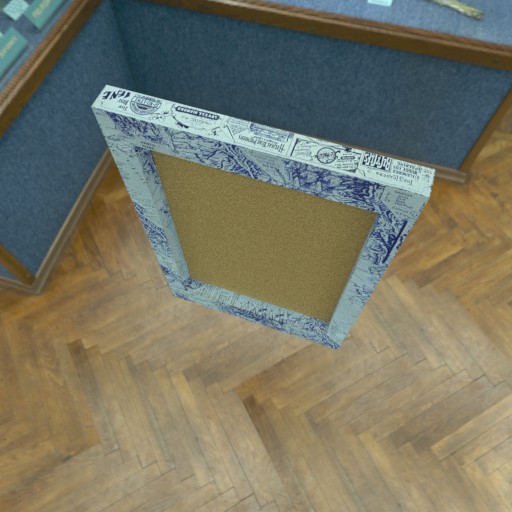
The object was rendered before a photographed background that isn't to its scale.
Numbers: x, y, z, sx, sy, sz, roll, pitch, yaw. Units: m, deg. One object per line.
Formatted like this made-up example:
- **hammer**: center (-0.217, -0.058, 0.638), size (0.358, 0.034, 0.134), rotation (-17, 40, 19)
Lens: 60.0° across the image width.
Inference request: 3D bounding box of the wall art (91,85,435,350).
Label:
- **wall art**: center (0.000, 0.000, 0.488), size (0.255, 0.376, 0.025), rotation (17, 64, 9)
